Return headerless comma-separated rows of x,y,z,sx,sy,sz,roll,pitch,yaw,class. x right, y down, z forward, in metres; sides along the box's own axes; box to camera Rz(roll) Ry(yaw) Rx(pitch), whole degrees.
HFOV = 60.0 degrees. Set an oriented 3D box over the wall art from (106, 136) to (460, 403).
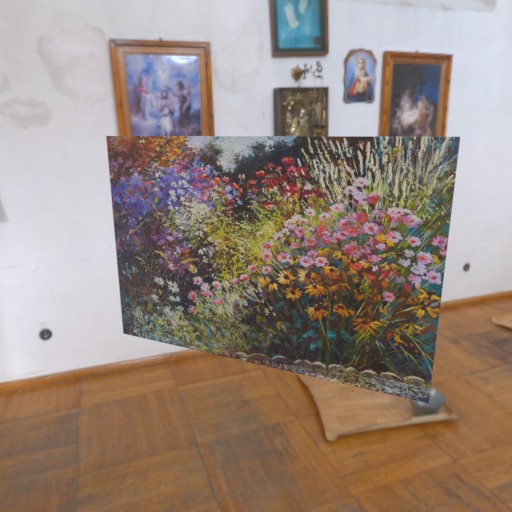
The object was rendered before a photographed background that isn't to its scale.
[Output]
0.000,0.000,1.158,0.908,0.604,0.037,7,17,24,wall art
